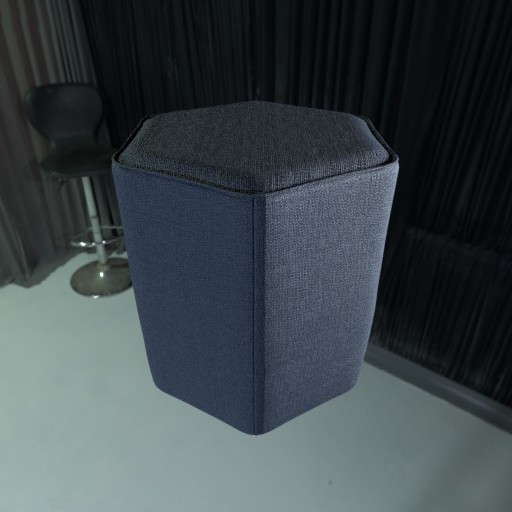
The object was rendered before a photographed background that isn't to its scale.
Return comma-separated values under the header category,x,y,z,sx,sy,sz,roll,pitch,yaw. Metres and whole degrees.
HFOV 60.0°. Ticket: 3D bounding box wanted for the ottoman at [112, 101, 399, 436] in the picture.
category,x,y,z,sx,sy,sz,roll,pitch,yaw
ottoman,0.000,0.000,0.883,0.492,0.505,0.454,20,38,28
